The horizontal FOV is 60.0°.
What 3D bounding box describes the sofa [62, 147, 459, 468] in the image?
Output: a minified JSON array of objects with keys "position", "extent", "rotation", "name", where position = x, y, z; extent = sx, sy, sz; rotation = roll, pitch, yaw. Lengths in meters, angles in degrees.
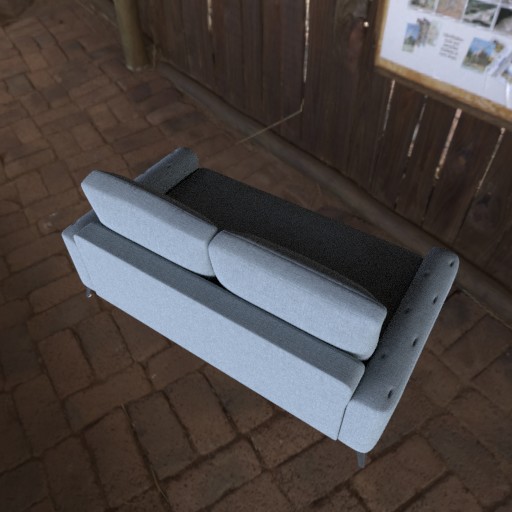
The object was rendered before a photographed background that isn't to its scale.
[{"position":[0.000,0.000,2.091],"extent":[1.650,0.790,0.920],"rotation":[25,51,22],"name":"sofa"}]
